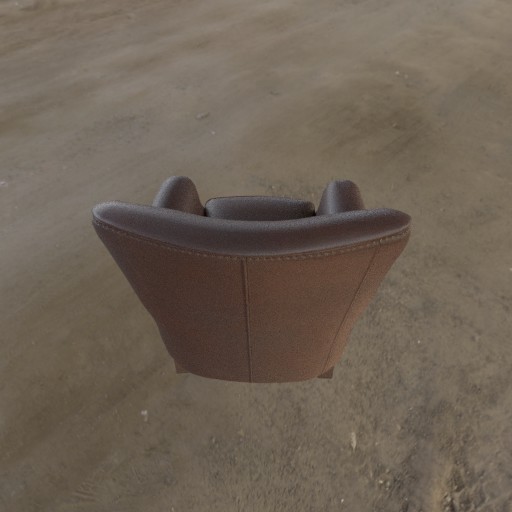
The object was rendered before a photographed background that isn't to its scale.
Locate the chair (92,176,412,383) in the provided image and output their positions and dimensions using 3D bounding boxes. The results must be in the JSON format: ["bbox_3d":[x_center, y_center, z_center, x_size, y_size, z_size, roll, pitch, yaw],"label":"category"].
[{"bbox_3d":[0.000,0.000,1.362,0.700,0.800,0.746,2,46,2],"label":"chair"}]
